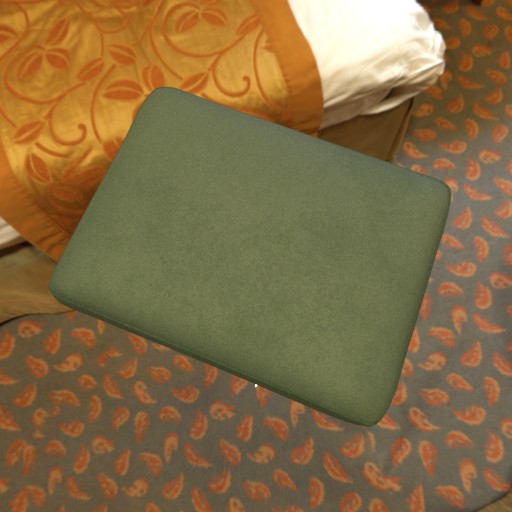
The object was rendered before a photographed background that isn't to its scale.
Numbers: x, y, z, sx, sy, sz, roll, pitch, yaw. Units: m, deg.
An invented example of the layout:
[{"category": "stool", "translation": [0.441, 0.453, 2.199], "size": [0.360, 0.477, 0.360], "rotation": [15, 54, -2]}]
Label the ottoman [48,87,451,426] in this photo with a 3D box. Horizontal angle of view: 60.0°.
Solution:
[{"category": "ottoman", "translation": [0.000, 0.000, 1.167], "size": [0.811, 0.449, 0.608], "rotation": [21, 75, 6]}]
